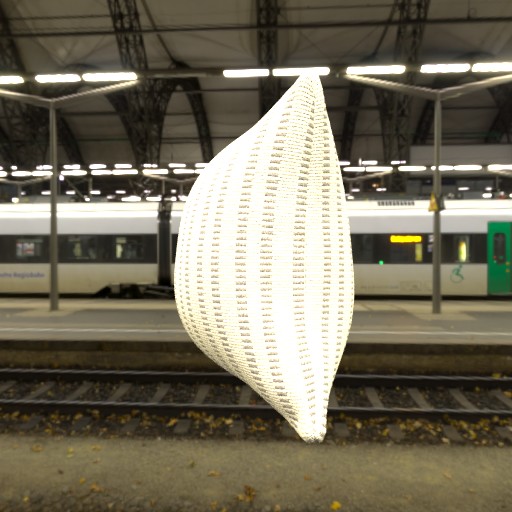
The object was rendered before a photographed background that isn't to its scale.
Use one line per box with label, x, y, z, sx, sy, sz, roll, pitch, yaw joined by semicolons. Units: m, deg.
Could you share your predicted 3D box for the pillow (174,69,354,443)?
pillow;0.000;0.000;0.695;0.247;0.419;0.438;0;1;-18
